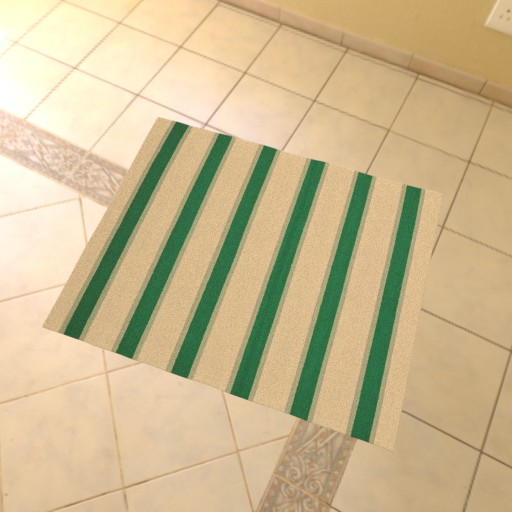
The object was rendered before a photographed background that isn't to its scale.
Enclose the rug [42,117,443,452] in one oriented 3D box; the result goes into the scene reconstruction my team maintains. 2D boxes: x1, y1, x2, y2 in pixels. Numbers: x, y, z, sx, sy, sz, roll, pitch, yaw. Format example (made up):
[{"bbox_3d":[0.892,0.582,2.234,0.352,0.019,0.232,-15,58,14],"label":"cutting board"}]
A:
[{"bbox_3d":[0.000,0.000,4.051,3.041,0.019,2.434,17,67,8],"label":"rug"}]
